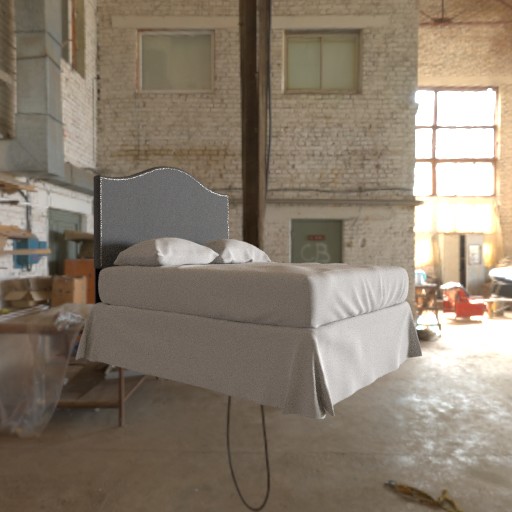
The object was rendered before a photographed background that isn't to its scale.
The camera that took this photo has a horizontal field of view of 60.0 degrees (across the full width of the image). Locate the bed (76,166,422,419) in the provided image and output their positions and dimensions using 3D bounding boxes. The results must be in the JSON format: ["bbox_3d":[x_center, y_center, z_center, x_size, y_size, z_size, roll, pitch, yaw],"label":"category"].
[{"bbox_3d":[0.000,0.000,3.574,2.221,1.645,1.876,1,1,37],"label":"bed"}]
